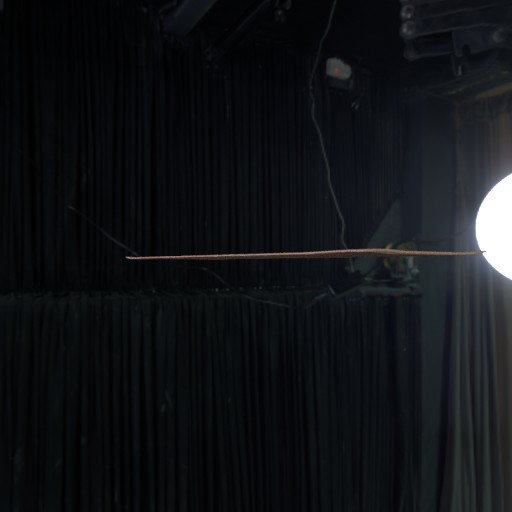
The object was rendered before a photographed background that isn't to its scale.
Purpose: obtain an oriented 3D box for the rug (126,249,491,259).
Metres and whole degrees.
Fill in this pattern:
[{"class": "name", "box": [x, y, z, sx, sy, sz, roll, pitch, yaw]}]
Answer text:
[{"class": "rug", "box": [0.000, 0.000, 2.692, 0.799, 0.030, 2.444, 1, -1, -35]}]
